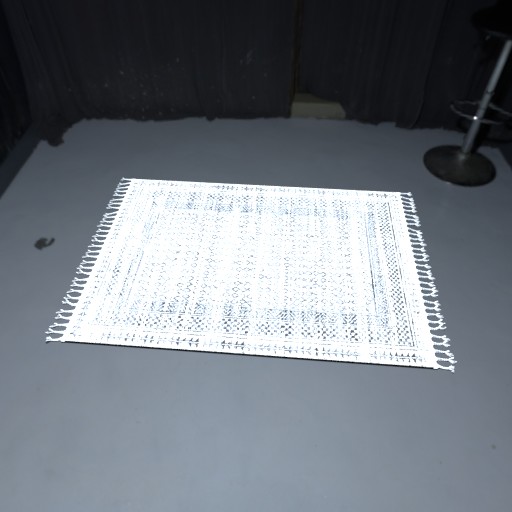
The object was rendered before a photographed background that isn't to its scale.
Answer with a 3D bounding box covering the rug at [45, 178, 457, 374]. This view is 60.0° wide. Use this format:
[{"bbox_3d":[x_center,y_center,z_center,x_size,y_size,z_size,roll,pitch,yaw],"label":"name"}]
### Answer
[{"bbox_3d":[0.000,0.000,2.393,1.872,0.013,1.243,3,47,3],"label":"rug"}]
